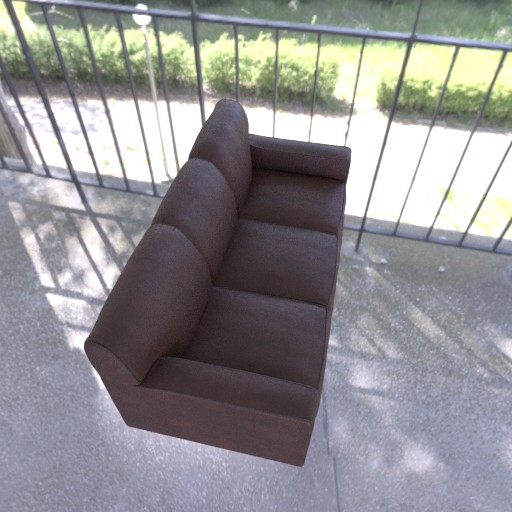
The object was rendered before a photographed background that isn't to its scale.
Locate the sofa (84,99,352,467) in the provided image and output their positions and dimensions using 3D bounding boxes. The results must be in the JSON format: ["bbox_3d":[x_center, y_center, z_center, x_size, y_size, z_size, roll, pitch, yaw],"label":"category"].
[{"bbox_3d":[0.000,0.000,2.645,1.008,0.953,2.039,9,49,9],"label":"sofa"}]
